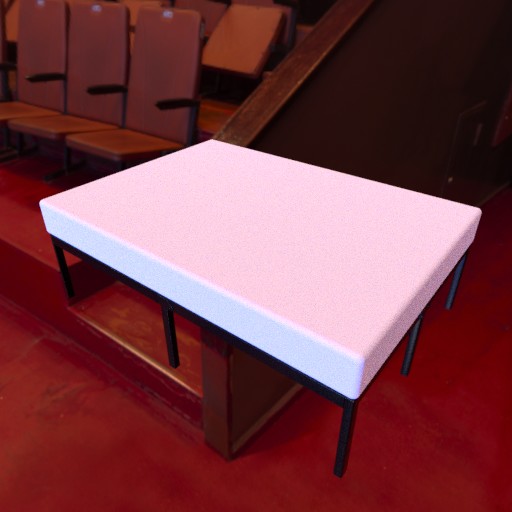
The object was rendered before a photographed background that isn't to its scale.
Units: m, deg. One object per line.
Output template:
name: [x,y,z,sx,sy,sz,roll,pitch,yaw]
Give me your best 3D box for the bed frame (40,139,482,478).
bed frame: [0.000,0.000,2.557,1.956,0.659,1.408,23,38,31]
